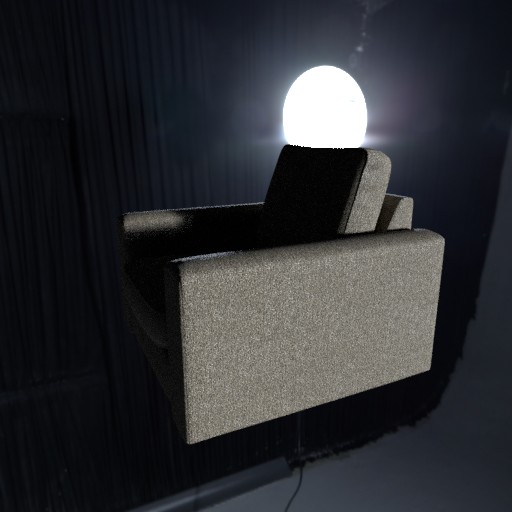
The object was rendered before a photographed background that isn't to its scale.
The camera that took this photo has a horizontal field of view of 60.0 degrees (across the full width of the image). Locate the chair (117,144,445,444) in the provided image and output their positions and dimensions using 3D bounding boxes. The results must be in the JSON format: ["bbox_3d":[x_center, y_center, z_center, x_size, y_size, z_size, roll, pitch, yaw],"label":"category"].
[{"bbox_3d":[0.000,0.000,1.818,1.016,0.873,1.005,-7,17,-25],"label":"chair"}]
